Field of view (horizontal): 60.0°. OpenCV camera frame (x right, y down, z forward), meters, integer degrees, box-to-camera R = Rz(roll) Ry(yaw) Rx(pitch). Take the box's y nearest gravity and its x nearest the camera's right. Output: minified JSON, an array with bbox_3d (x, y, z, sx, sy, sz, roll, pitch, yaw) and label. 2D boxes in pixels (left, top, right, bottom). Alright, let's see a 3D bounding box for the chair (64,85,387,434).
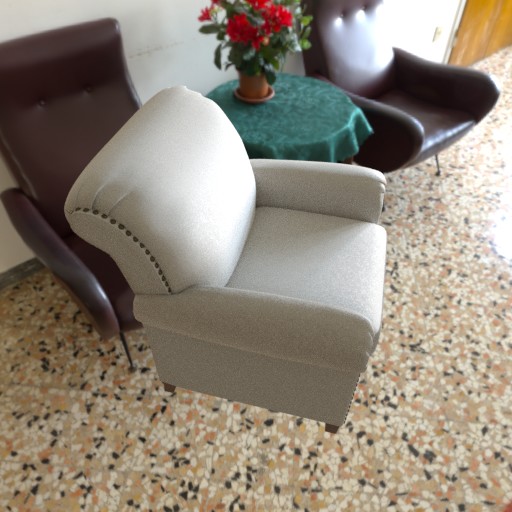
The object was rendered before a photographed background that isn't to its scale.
[{"bbox_3d":[0.000,0.000,1.550,0.890,0.927,0.854,10,46,10],"label":"chair"}]
